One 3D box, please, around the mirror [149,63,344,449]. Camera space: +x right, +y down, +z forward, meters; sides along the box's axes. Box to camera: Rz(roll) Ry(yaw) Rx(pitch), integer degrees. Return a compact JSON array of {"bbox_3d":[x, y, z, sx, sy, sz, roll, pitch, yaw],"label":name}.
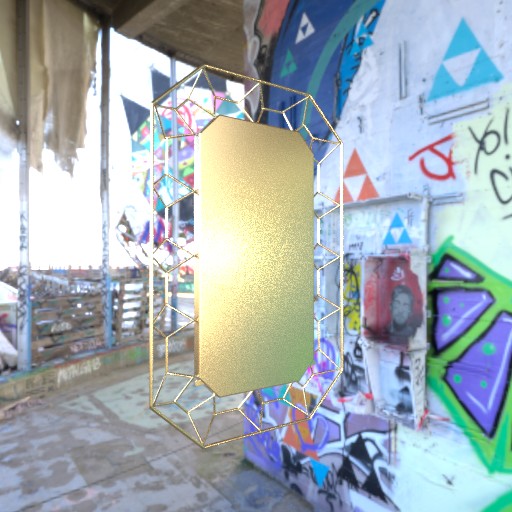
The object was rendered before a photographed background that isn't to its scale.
[{"bbox_3d":[0.000,0.000,1.108,0.572,0.870,0.051,0,-1,-35],"label":"mirror"}]
